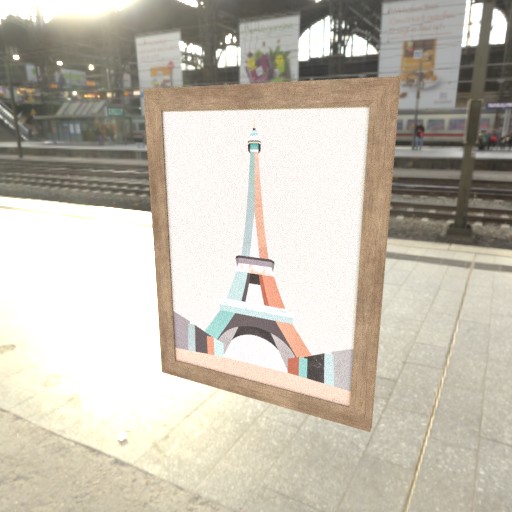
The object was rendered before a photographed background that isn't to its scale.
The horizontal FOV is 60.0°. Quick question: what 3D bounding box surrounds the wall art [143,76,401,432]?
[{"bbox_3d":[0.000,0.000,0.943,0.534,0.686,0.018,8,18,25],"label":"wall art"}]
